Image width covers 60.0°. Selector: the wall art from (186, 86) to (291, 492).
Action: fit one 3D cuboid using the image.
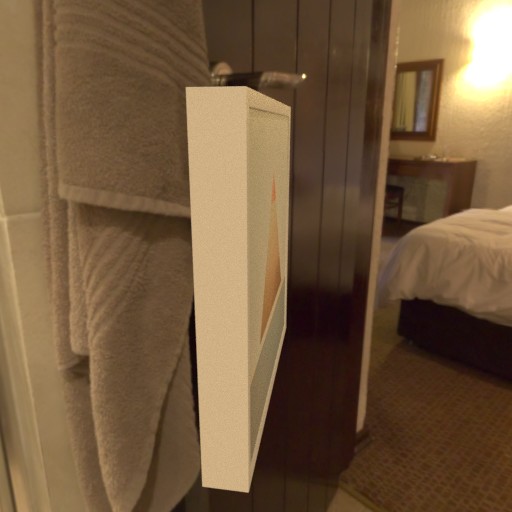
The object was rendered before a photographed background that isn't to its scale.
[{"bbox_3d":[0.000,0.000,0.459,0.038,0.304,0.305,3,16,9],"label":"wall art"}]
